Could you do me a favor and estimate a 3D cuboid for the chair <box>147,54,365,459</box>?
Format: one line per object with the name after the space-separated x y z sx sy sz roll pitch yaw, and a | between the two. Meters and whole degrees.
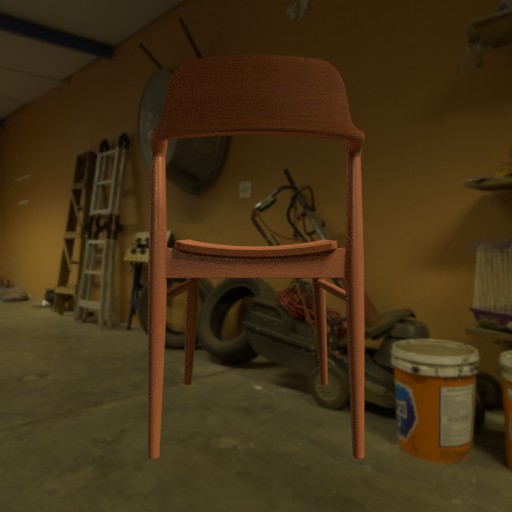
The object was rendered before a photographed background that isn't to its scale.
0.000 0.000 1.124 0.496 0.801 0.499 0 1 0 | chair
